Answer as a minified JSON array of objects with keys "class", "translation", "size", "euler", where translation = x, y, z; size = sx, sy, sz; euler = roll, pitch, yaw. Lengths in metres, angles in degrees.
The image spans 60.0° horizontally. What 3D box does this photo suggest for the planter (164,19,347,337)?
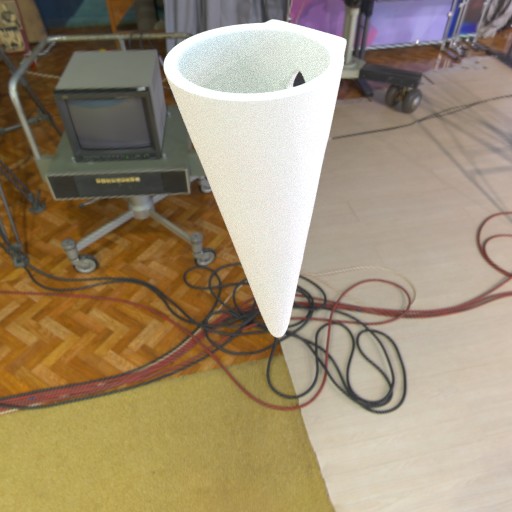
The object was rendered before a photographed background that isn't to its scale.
[{"class":"planter","translation":[0.000,0.000,0.217],"size":[0.057,0.193,0.064],"euler":[30,53,25]}]
